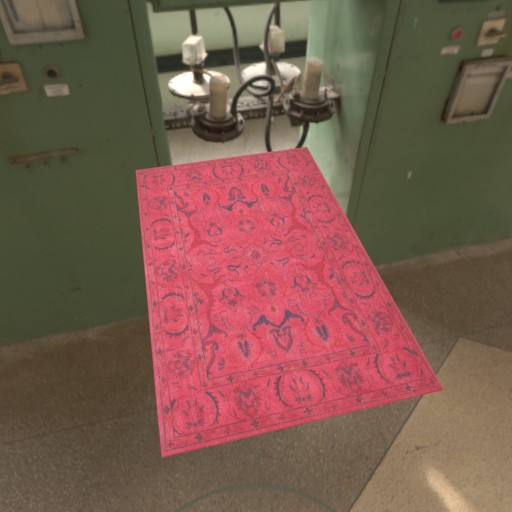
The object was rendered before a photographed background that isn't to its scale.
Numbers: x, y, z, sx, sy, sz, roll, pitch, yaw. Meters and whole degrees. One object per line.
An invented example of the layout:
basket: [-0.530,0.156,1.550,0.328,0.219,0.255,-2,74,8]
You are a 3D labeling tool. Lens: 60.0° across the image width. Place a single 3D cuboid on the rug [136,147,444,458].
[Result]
rug: [0.000,0.000,3.105,1.534,0.010,2.423,-10,48,-9]
